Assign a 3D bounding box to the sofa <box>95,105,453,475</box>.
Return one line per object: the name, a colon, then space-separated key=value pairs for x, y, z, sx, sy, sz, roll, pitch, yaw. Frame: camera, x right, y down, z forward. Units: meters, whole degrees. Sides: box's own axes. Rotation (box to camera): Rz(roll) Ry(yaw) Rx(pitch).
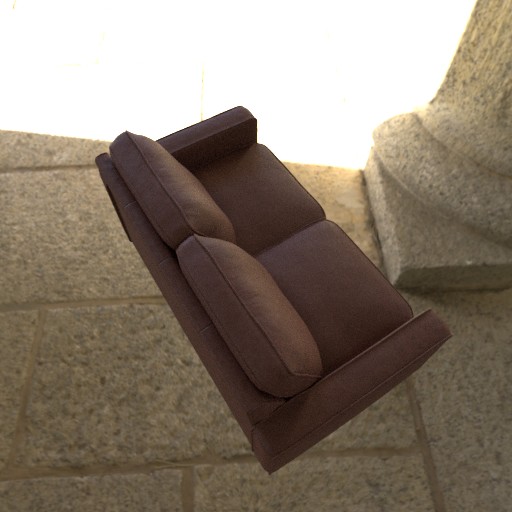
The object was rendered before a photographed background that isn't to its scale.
sofa: x=0.000 y=0.000 z=2.219 sx=0.947 sy=0.918 sz=1.709 roll=-28 pitch=63 yaw=-16
